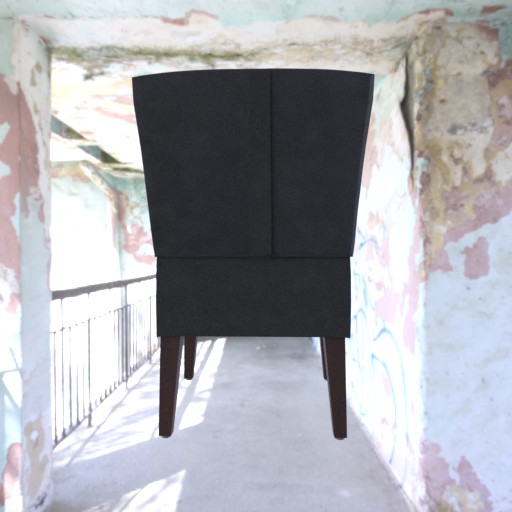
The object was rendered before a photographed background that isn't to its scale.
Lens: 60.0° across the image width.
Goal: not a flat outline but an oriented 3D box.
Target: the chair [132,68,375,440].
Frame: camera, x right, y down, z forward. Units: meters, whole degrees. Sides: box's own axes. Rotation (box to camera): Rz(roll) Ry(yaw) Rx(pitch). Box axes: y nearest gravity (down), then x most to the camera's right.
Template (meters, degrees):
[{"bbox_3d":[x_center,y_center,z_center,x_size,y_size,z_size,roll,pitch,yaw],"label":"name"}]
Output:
[{"bbox_3d":[0.000,0.000,1.202,0.521,0.806,0.554,0,1,2],"label":"chair"}]
